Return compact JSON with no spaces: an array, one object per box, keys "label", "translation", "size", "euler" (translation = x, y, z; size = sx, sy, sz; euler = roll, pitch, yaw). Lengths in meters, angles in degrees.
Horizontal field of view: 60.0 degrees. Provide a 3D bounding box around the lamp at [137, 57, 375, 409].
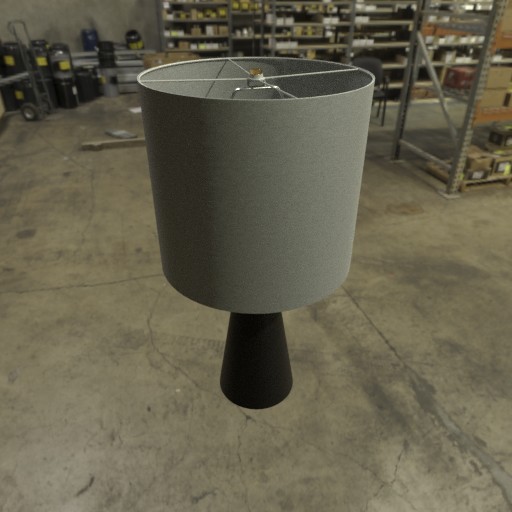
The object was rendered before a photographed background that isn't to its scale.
[{"label":"lamp","translation":[0.000,0.000,0.737],"size":[0.308,0.580,0.308],"euler":[-9,33,-15]}]
